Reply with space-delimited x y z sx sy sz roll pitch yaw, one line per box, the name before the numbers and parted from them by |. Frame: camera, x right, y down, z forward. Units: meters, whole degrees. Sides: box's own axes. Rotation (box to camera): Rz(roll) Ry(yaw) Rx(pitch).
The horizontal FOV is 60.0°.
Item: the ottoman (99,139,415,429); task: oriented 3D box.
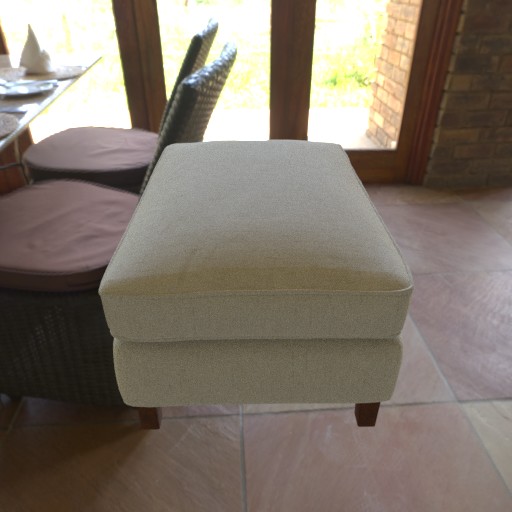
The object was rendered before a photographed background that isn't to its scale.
ottoman | 0.000 0.000 0.971 0.501 0.406 0.665 0 33 -1
